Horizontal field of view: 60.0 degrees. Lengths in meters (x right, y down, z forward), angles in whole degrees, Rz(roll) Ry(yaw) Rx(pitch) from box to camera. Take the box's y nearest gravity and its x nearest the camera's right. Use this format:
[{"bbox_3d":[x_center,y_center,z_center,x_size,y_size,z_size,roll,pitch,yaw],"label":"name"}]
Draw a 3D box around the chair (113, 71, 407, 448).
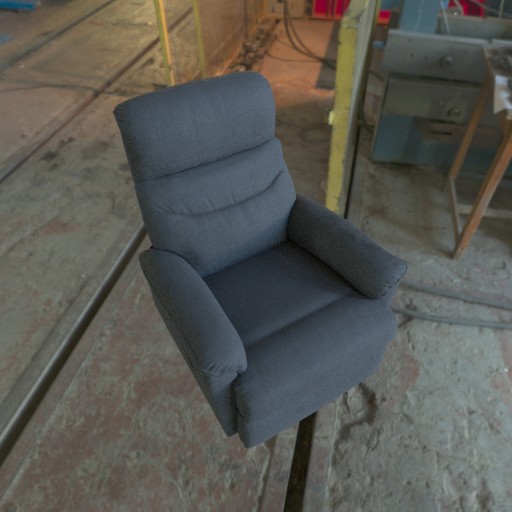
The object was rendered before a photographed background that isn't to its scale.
[{"bbox_3d":[0.000,0.000,1.696,0.820,1.037,1.004,-23,49,-22],"label":"chair"}]
